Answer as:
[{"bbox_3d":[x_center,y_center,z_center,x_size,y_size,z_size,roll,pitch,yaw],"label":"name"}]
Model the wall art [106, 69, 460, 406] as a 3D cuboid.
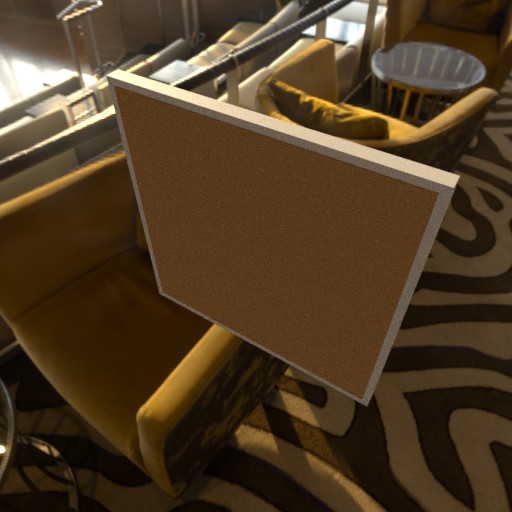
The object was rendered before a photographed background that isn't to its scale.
[{"bbox_3d":[0.000,0.000,1.125,0.762,0.762,0.038,24,51,22],"label":"wall art"}]
